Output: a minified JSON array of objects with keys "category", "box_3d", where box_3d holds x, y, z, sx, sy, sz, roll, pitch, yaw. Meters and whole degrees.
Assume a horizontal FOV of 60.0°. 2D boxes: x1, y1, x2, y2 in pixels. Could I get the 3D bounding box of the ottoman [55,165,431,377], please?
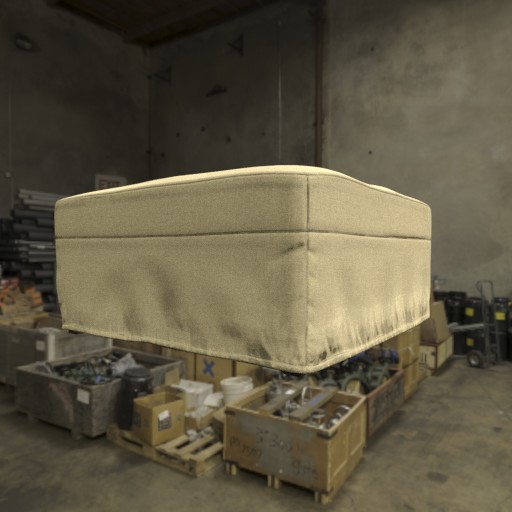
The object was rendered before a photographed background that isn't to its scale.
[{"category":"ottoman","box_3d":[0.000,0.000,1.345,0.840,0.436,0.843,0,1,36]}]
